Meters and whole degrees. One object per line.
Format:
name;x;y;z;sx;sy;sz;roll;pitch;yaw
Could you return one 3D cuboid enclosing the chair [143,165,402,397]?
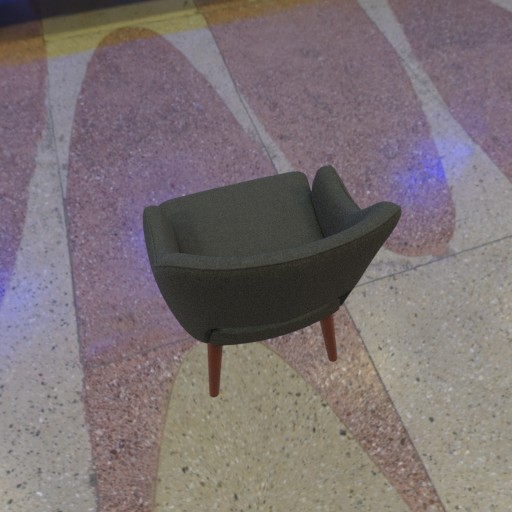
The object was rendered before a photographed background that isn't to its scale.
chair;0.000;0.000;1.229;0.559;0.838;0.560;-14;60;-9
